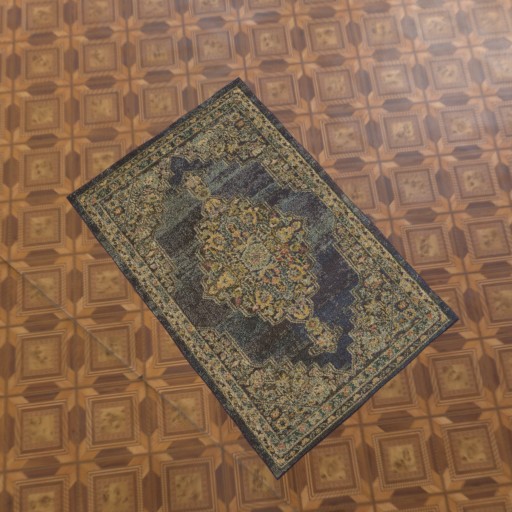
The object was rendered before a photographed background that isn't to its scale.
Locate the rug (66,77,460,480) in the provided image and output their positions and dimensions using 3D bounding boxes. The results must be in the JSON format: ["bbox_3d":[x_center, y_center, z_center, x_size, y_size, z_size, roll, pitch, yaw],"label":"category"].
[{"bbox_3d":[0.000,0.000,2.286,1.184,0.012,1.781,-38,79,-9],"label":"rug"}]
